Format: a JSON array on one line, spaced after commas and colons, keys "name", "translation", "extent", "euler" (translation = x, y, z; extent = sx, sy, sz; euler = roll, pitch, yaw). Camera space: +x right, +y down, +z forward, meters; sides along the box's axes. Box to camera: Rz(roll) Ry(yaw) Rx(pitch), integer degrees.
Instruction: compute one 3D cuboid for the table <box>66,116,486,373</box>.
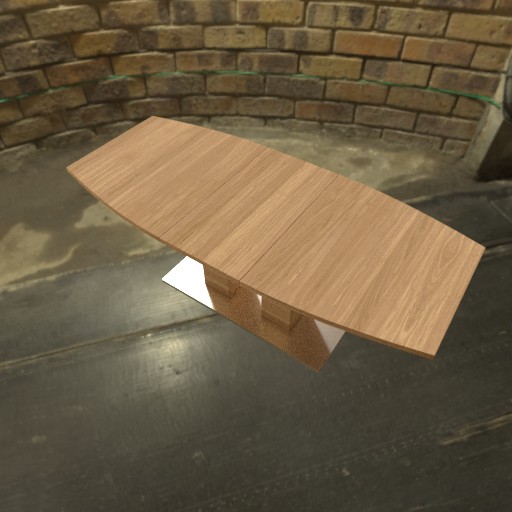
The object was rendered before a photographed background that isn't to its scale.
[{"name": "table", "translation": [0.000, 0.000, 2.458], "extent": [2.032, 0.750, 0.900], "euler": [27, 52, 23]}]
